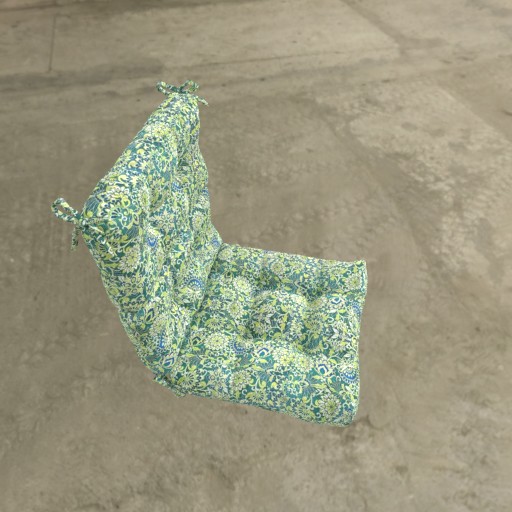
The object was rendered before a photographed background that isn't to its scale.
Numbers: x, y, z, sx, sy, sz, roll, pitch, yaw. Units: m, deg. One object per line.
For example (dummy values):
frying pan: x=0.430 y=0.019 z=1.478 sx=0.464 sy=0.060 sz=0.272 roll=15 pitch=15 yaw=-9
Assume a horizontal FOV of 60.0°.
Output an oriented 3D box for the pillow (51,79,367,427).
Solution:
pillow: x=0.000 y=0.000 z=1.023 sx=0.571 sy=0.605 sz=0.519 roll=9 pitch=47 yaw=9
